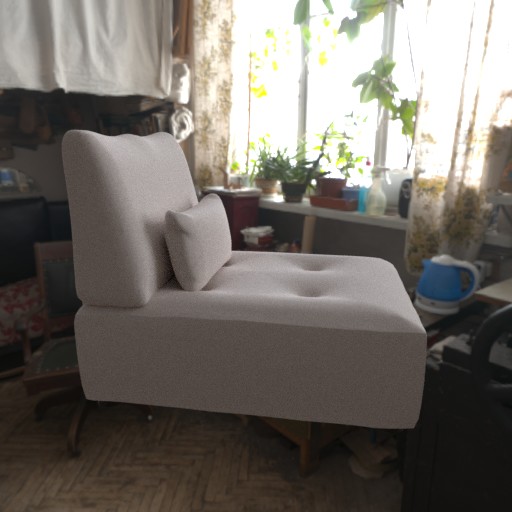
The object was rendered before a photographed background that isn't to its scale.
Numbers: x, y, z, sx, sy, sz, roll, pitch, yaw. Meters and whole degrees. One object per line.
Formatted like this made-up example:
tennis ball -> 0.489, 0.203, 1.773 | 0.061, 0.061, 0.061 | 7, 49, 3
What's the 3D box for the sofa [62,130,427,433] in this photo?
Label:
sofa -> 0.000, 0.000, 1.504 | 1.000, 0.820, 0.700 | 2, 15, 9
